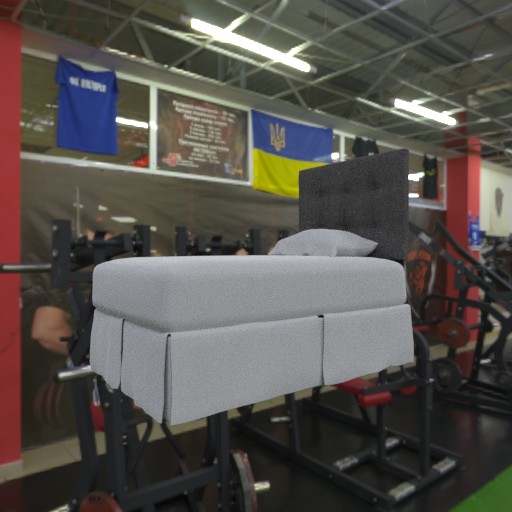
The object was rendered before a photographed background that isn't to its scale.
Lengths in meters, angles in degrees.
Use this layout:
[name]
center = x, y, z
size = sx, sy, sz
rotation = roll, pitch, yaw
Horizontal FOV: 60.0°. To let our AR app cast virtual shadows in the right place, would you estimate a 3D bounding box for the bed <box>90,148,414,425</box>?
[bed]
center = 0.000, 0.000, 3.120
size = 1.997, 1.571, 1.261
rotation = -1, 1, -37
